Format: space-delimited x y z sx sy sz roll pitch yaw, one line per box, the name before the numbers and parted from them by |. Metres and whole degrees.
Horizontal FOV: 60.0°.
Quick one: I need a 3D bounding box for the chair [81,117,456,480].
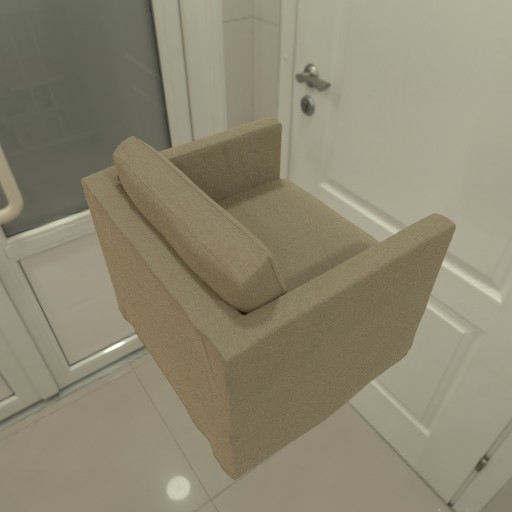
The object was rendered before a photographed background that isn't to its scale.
chair | 0.000 0.000 1.750 0.949 0.863 1.057 -26 48 -26
